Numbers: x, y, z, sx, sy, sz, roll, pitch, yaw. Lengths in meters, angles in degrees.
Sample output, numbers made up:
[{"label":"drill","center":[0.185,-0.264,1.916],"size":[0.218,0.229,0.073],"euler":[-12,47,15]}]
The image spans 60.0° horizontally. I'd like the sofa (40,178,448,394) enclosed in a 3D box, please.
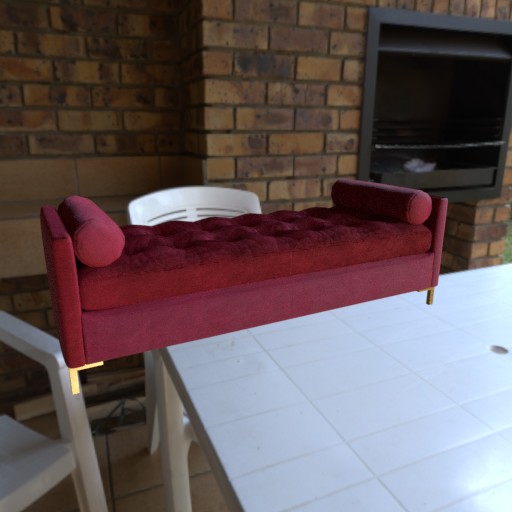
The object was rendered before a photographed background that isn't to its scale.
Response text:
[{"label":"sofa","center":[0.000,0.000,2.465],"size":[2.102,0.705,0.796],"euler":[-8,18,-26]}]
